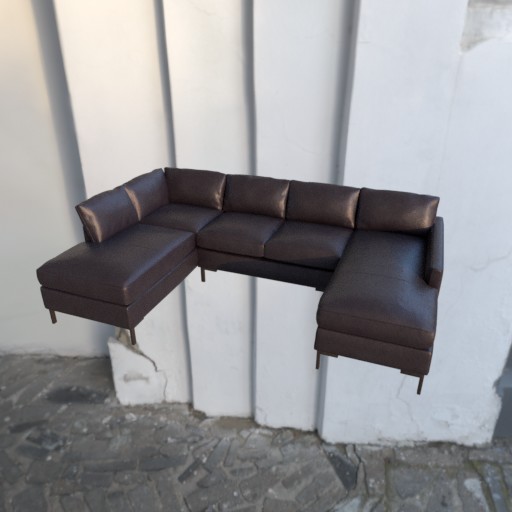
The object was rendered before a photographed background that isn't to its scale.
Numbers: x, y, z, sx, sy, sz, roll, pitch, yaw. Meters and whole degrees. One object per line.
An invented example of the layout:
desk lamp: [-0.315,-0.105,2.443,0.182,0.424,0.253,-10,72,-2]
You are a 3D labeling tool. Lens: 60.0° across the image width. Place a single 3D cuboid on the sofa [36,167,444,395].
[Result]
sofa: [0.000,0.000,3.788,2.956,0.900,1.939,10,28,19]
